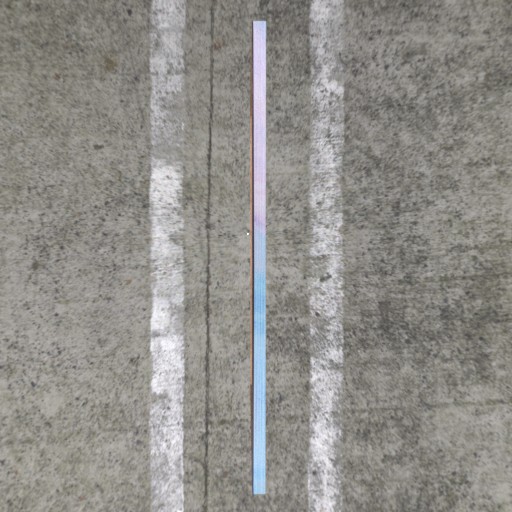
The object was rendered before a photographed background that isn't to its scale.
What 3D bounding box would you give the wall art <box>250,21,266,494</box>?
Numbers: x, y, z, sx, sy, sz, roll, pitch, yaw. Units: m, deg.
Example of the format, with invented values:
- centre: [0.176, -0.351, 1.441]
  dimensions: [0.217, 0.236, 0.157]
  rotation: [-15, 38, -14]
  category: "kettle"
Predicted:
- centre: [0.000, 0.000, 0.765]
  dimensions: [0.018, 0.402, 0.604]
  rotation: [0, 93, -1]
  category: "wall art"
